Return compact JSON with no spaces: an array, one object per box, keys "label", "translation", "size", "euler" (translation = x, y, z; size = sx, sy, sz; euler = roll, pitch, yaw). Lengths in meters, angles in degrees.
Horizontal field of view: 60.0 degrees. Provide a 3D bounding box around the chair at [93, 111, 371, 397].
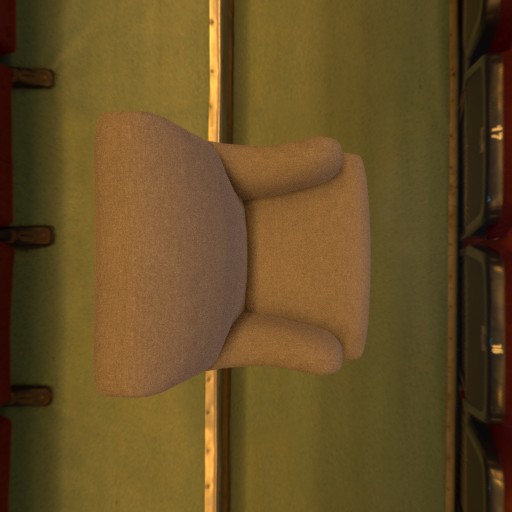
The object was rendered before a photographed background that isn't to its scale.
[{"label":"chair","translation":[0.000,0.000,1.541],"size":[0.843,0.942,0.766],"euler":[0,89,0]}]
